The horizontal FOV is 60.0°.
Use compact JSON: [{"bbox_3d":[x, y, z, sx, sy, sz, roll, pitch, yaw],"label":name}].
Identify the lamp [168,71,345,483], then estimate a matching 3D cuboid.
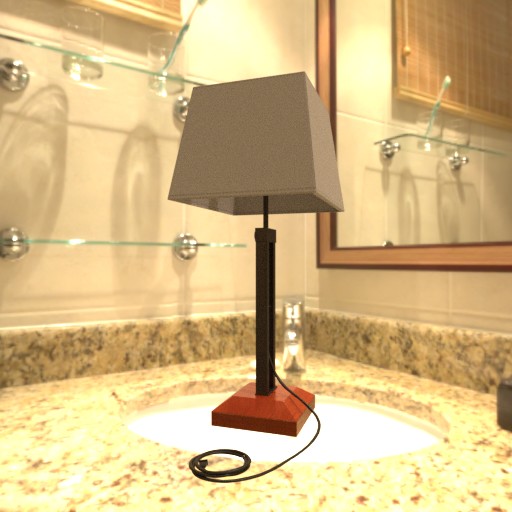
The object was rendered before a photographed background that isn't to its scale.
[{"bbox_3d":[0.000,0.000,0.956,0.310,0.737,0.498,0,0,20],"label":"lamp"}]
